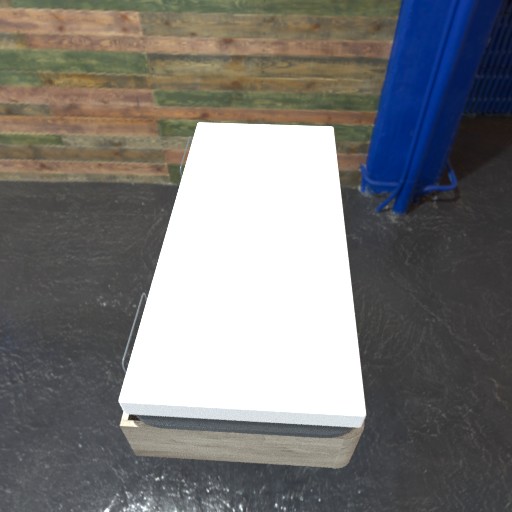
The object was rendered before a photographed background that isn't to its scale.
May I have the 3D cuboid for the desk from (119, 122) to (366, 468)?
[{"bbox_3d":[0.000,0.000,2.299,0.900,0.455,1.900,2,47,2],"label":"desk"}]
